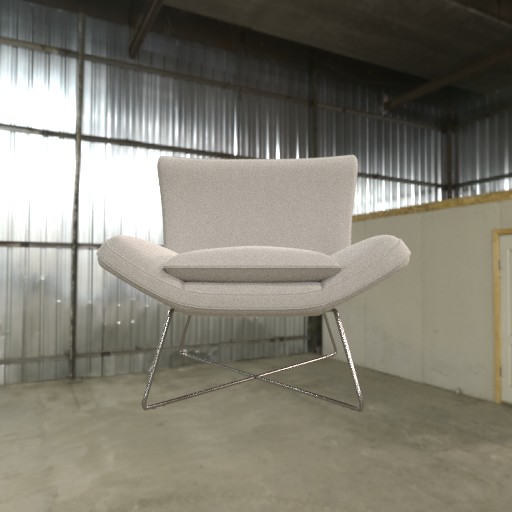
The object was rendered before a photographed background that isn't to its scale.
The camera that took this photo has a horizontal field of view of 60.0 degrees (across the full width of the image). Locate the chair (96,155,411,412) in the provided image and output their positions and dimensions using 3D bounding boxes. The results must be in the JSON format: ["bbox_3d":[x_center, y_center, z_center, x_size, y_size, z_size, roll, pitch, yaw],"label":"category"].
[{"bbox_3d":[0.000,0.000,1.657,0.859,0.855,1.008,0,-1,1],"label":"chair"}]
